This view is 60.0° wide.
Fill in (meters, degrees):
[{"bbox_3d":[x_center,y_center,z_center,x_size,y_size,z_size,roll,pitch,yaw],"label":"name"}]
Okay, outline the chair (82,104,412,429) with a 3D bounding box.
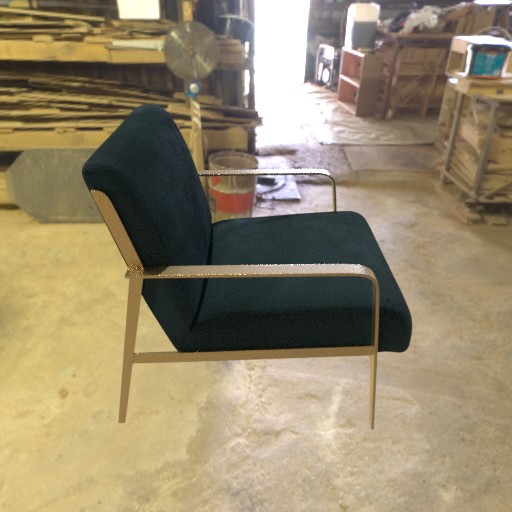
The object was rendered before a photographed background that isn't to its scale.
[{"bbox_3d":[0.000,0.000,1.426,0.859,0.831,0.692,0,32,0],"label":"chair"}]
